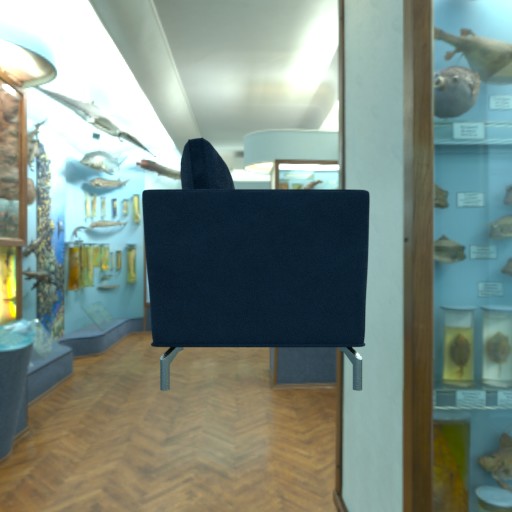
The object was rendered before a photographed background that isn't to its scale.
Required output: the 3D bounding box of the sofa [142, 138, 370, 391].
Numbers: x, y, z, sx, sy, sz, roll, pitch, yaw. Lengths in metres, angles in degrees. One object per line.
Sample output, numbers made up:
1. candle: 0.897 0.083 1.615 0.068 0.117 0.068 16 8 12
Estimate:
1. sofa: 0.000 0.000 2.729 0.853 0.998 2.212 0 0 0
